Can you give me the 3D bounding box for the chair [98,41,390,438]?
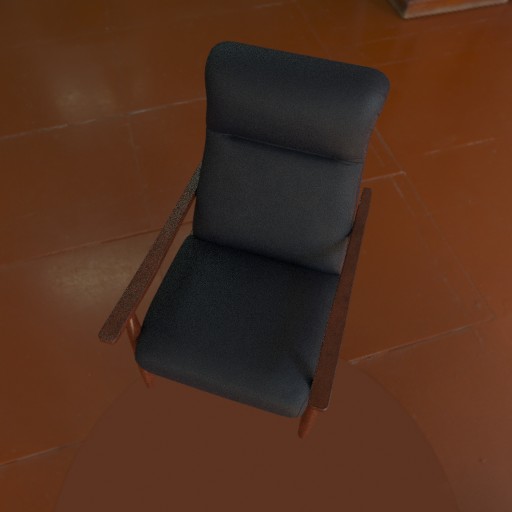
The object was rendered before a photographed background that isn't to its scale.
[{"bbox_3d":[0.000,0.000,1.697,0.762,1.082,1.014,15,59,9],"label":"chair"}]
